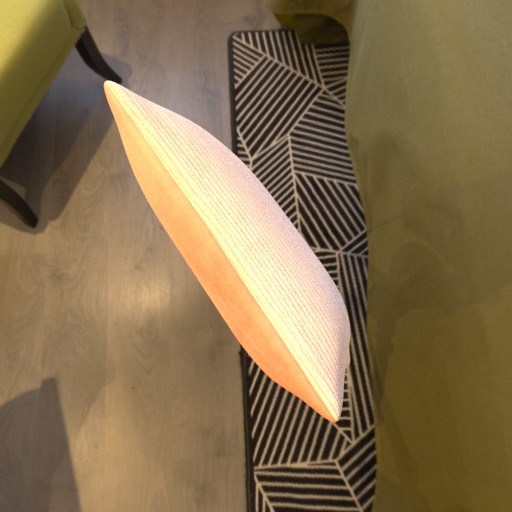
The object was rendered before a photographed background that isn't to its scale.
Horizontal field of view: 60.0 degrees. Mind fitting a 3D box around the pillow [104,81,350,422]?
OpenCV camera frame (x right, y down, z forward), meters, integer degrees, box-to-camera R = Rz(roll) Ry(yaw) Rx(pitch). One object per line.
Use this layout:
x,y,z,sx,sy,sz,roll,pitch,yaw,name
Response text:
0.000,0.000,0.637,0.177,0.401,0.424,-33,77,-8,pillow
